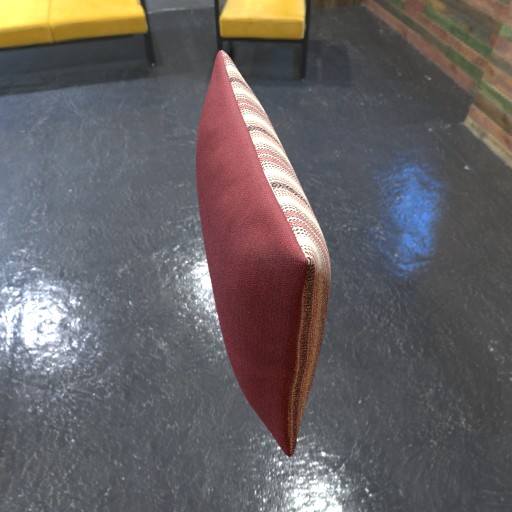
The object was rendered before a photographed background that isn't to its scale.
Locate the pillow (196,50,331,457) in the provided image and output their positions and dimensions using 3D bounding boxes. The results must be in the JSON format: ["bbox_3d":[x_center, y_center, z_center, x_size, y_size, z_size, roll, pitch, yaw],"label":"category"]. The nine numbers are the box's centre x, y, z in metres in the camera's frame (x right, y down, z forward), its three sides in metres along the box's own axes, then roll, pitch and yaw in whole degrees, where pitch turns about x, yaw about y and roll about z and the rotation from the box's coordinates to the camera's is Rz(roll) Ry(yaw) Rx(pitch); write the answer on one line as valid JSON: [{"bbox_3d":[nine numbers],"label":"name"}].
[{"bbox_3d":[0.000,0.000,0.762,0.166,0.497,0.513,-9,47,-9],"label":"pillow"}]
